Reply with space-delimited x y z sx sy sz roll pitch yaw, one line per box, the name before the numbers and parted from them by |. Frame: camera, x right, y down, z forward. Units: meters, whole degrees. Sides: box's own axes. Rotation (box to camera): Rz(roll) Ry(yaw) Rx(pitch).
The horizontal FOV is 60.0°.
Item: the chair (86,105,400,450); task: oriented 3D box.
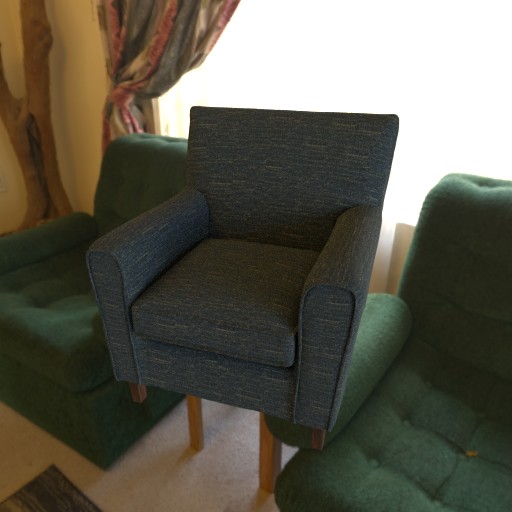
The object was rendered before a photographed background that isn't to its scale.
chair | 0.000 0.000 1.614 0.864 0.928 0.873 8 26 17
